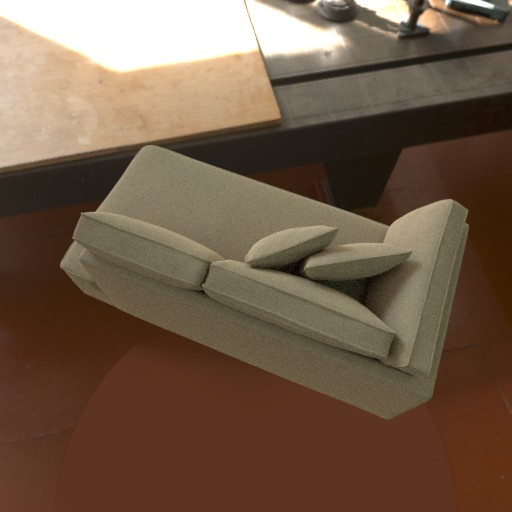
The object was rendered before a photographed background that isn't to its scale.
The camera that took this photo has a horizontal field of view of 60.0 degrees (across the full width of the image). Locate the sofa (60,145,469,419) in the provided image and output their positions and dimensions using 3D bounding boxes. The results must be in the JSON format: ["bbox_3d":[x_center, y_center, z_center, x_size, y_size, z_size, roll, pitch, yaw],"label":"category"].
[{"bbox_3d":[0.000,0.000,2.779,2.237,1.033,1.110,20,65,10],"label":"sofa"}]
